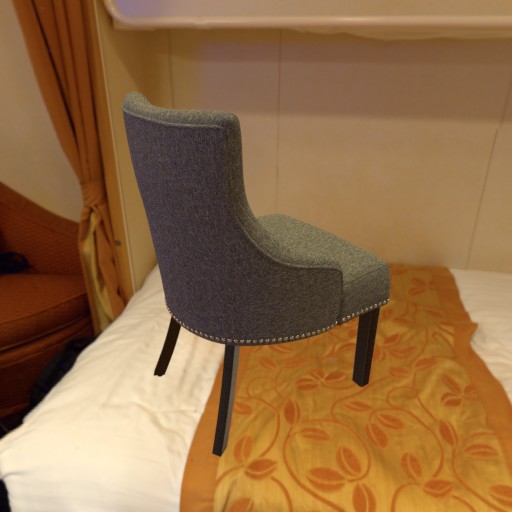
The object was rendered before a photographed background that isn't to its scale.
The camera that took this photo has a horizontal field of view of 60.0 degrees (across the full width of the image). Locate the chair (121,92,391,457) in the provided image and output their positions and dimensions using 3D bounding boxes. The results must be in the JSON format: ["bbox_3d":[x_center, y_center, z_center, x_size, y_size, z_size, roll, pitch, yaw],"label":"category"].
[{"bbox_3d":[0.000,0.000,1.315,0.629,0.909,0.566,-17,31,-32],"label":"chair"}]
